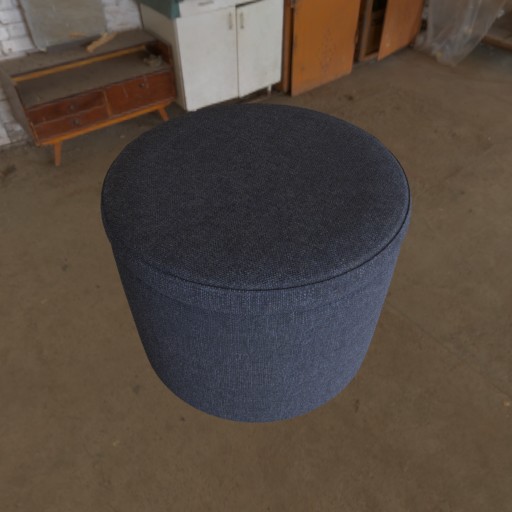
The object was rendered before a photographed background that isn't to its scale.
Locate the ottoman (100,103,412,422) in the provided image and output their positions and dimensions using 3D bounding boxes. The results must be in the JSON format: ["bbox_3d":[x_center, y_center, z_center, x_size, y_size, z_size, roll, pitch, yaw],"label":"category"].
[{"bbox_3d":[0.000,0.000,0.886,0.520,0.430,0.520,0,46,0],"label":"ottoman"}]
